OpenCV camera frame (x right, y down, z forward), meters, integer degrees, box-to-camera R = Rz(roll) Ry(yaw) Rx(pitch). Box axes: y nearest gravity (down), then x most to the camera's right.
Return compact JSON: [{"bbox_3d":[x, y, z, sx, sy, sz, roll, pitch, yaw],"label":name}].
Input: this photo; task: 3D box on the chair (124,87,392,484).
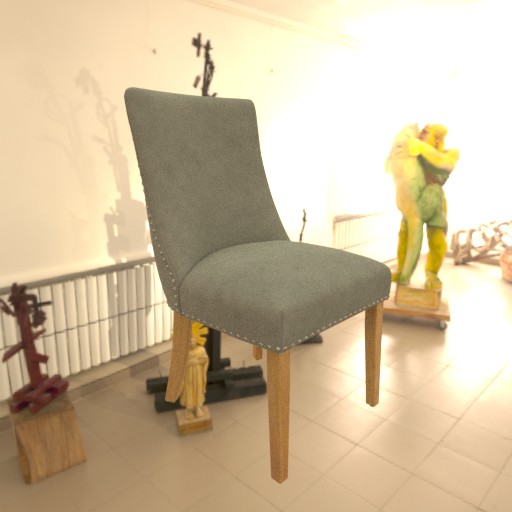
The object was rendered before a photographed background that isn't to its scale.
[{"bbox_3d":[0.000,0.000,1.251,0.610,0.902,0.495,13,19,42],"label":"chair"}]
